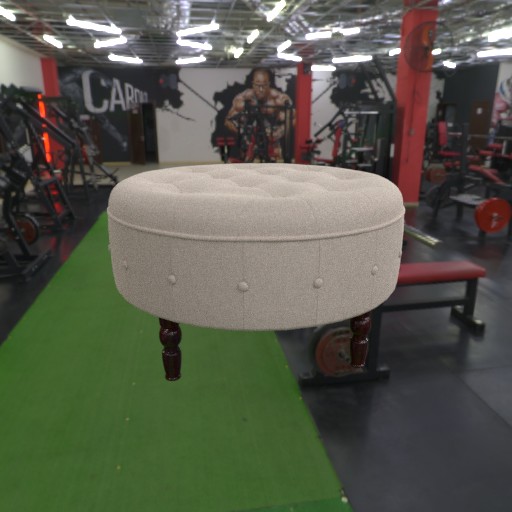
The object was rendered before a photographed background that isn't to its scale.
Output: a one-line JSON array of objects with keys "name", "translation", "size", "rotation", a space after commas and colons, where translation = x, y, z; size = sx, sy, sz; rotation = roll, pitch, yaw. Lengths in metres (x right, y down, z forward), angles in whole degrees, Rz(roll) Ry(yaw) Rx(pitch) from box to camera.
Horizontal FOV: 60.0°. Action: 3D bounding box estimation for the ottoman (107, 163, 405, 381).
[{"name": "ottoman", "translation": [0.000, 0.000, 1.373], "size": [0.848, 0.494, 0.848], "rotation": [0, 18, 0]}]
